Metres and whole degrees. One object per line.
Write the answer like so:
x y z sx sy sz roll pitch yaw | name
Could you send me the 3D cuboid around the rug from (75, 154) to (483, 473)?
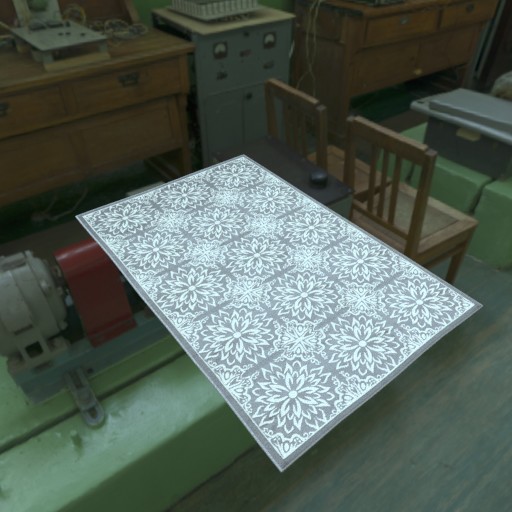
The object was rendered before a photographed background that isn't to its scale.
0.000 0.000 3.431 1.819 0.018 2.746 -27 47 -28 | rug
